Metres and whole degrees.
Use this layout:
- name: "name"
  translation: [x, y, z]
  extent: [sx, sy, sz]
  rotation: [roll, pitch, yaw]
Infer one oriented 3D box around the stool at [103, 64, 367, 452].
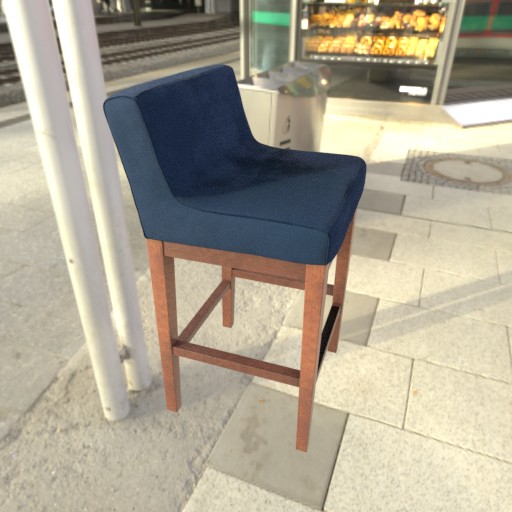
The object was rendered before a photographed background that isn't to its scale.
- name: "stool"
  translation: [0.000, 0.000, 1.260]
  extent: [0.516, 0.945, 0.511]
  rotation: [10, 32, 17]
